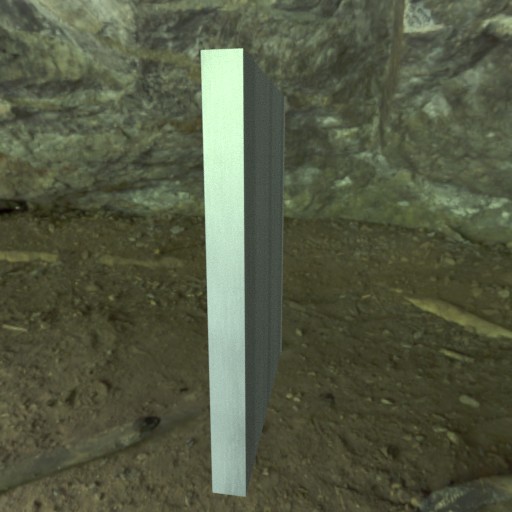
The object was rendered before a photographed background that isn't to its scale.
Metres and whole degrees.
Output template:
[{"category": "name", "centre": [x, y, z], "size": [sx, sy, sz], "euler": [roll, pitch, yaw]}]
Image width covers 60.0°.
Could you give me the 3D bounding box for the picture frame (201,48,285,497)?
[{"category": "picture frame", "centre": [0.000, 0.000, 0.748], "size": [0.046, 0.555, 0.449], "euler": [2, 14, 9]}]
